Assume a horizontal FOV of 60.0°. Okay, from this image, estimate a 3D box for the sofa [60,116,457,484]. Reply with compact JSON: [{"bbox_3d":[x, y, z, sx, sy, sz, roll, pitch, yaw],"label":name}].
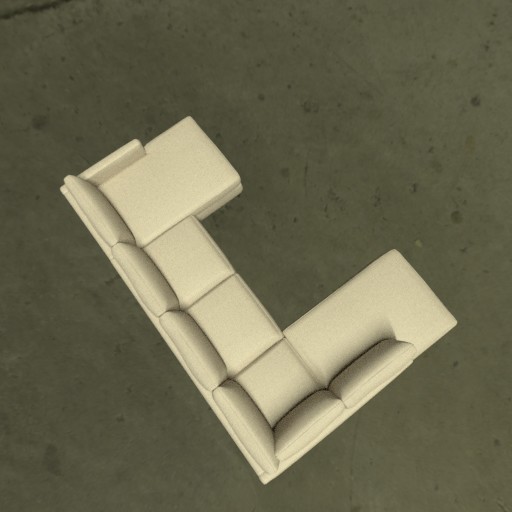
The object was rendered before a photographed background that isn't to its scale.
[{"bbox_3d":[0.000,0.000,3.538,1.879,0.756,2.737,-36,78,-9],"label":"sofa"}]
